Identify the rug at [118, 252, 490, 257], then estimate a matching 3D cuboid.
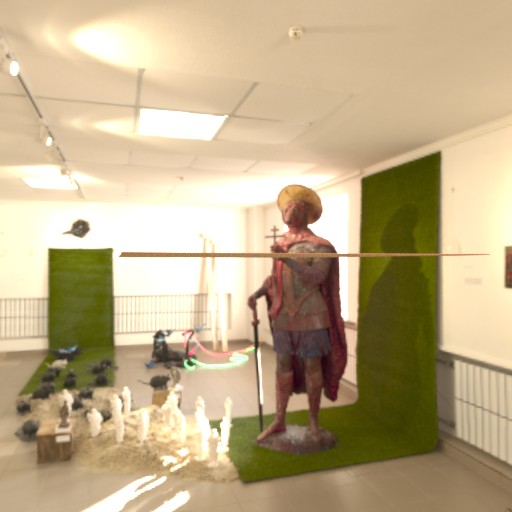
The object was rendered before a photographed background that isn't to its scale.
[{"bbox_3d":[0.000,0.000,4.130,2.436,0.011,3.045,0,-1,-18],"label":"rug"}]
